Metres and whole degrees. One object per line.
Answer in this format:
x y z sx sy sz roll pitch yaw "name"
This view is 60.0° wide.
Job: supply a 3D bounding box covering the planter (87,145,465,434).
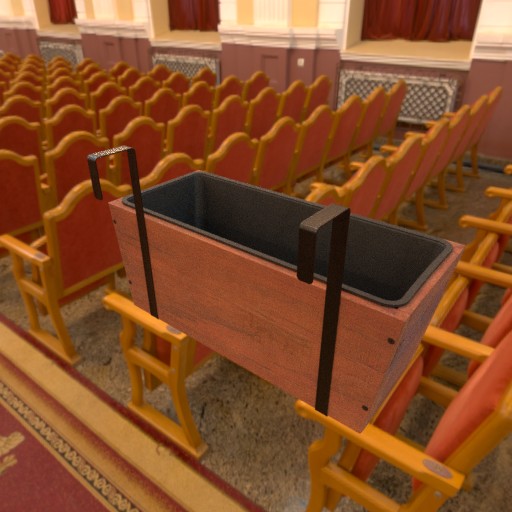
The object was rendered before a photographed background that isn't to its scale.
0.000 0.000 0.628 0.480 0.289 0.262 21 36 33 "planter"
